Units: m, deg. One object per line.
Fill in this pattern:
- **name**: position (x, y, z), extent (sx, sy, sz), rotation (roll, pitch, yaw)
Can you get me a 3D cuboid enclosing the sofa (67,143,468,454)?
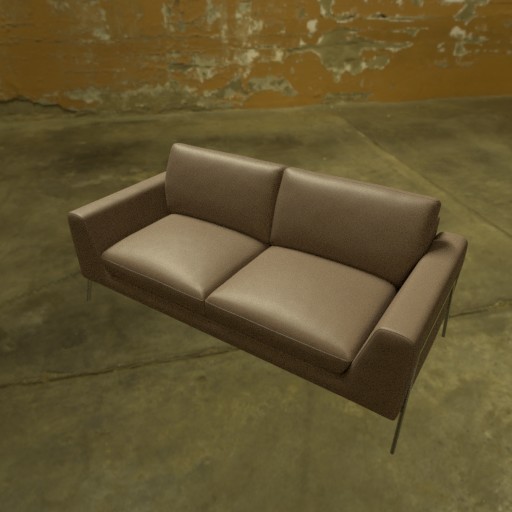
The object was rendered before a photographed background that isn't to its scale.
- **sofa**: position (0.000, 0.000, 2.487), extent (2.017, 0.875, 0.953), rotation (19, 36, 28)
